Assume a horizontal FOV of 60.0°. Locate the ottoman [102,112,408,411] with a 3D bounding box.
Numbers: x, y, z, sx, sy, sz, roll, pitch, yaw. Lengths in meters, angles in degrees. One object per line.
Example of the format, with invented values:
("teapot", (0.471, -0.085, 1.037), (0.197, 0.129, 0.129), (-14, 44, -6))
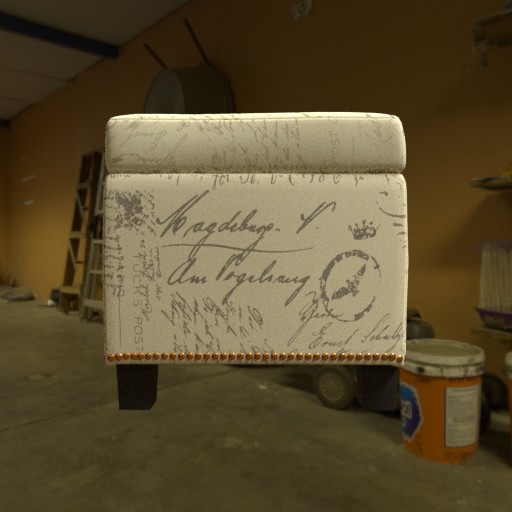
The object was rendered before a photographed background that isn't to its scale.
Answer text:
("ottoman", (0.000, 0.000, 0.858), (0.450, 0.457, 0.449), (0, 1, 0))
